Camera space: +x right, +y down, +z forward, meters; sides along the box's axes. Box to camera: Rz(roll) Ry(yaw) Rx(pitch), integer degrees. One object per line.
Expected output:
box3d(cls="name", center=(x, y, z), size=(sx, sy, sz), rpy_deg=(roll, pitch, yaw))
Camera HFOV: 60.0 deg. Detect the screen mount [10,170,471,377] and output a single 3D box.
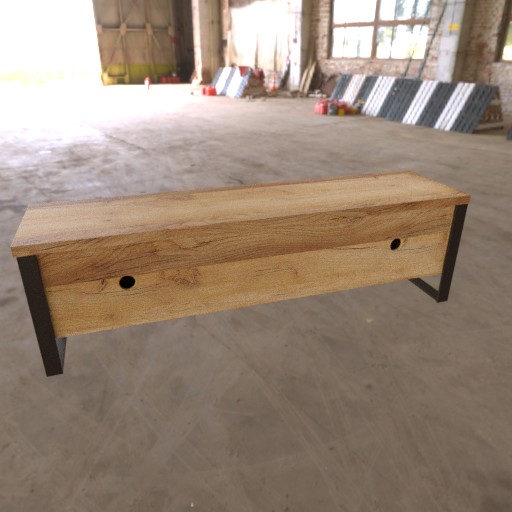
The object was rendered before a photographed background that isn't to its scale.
box3d(cls="screen mount", center=(0.000, 0.000, 1.676), size=(1.524, 0.450, 0.395), rpy_deg=(-8, 26, -16))
